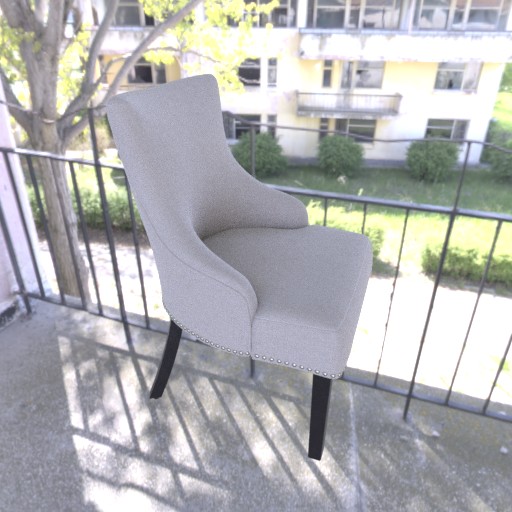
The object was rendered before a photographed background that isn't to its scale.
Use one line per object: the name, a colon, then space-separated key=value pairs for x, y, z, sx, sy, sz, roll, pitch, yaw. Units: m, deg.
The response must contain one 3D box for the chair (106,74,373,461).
chair: x=0.000 y=0.000 z=1.269 sx=0.629 sy=0.909 sz=0.566 roll=10 pitch=30 yaw=17
